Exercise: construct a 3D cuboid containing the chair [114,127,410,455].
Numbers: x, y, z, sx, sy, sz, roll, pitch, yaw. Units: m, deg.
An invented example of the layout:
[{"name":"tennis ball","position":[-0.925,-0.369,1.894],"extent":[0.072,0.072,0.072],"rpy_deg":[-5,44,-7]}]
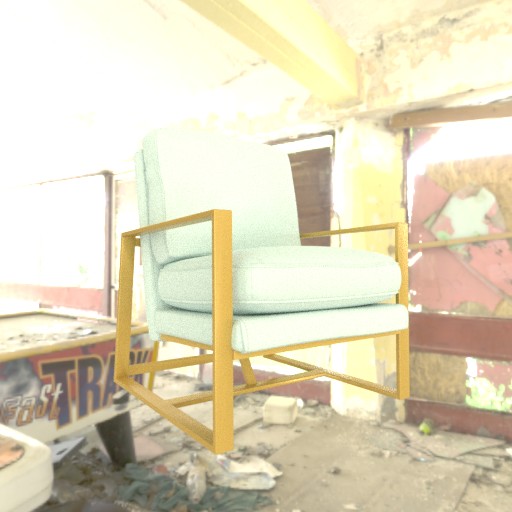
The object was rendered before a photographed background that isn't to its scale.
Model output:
[{"name":"chair","position":[0.000,0.000,1.578],"extent":[0.758,0.956,0.813],"rpy_deg":[0,0,-35]}]
